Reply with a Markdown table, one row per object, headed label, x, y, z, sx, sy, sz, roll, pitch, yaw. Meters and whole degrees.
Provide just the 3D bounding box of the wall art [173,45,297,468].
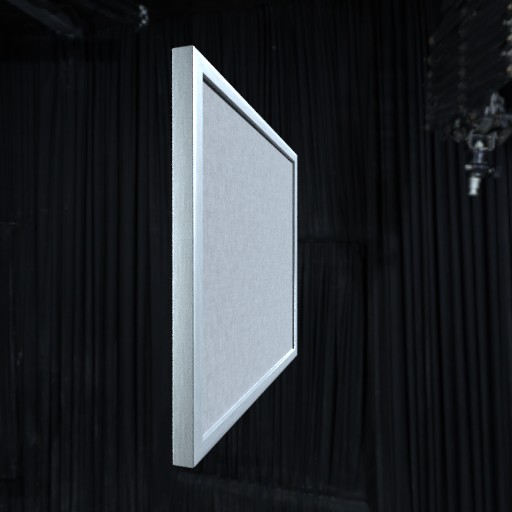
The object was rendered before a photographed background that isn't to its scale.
| label | x | y | z | sx | sy | sz | roll | pitch | yaw |
| --- | --- | --- | --- | --- | --- | --- | --- | --- | --- |
| wall art | 0.000 | 0.000 | 0.748 | 0.028 | 0.457 | 0.556 | 0 | 0 | 17 |
